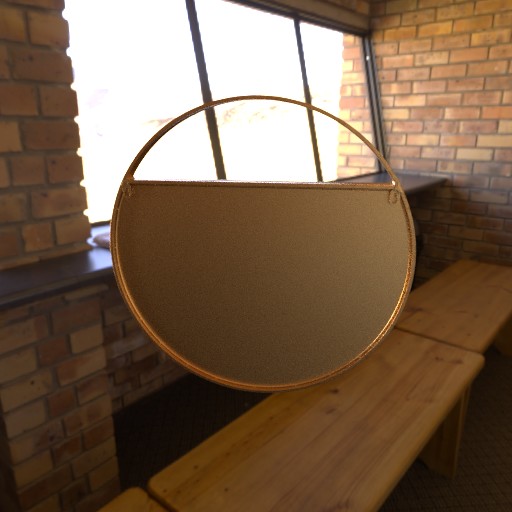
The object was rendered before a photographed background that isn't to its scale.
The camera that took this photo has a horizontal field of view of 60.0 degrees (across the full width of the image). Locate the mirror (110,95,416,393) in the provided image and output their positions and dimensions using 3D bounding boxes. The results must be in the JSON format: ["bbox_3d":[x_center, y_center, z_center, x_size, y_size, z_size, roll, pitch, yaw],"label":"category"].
[{"bbox_3d":[0.000,0.000,0.828,0.565,0.565,0.032,3,17,9],"label":"mirror"}]
